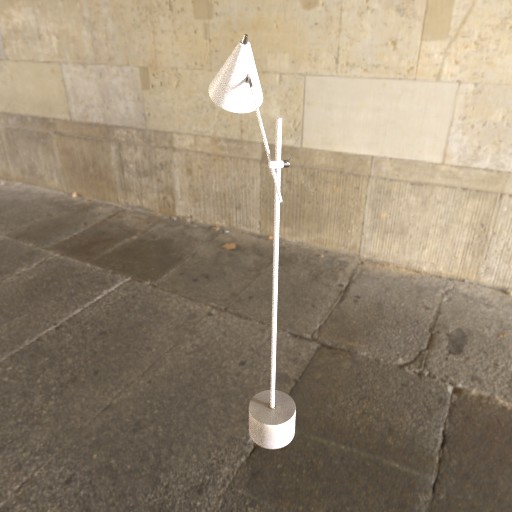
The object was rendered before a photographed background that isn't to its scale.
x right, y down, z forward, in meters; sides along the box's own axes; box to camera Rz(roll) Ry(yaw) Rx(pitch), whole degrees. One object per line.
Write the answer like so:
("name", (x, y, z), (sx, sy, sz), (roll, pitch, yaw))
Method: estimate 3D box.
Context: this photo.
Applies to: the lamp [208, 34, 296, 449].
("lamp", (0.000, 0.000, 1.600), (0.223, 1.430, 0.508), (-8, 28, -15))
